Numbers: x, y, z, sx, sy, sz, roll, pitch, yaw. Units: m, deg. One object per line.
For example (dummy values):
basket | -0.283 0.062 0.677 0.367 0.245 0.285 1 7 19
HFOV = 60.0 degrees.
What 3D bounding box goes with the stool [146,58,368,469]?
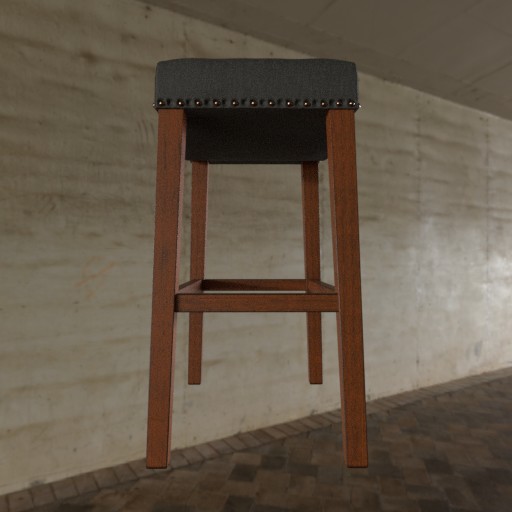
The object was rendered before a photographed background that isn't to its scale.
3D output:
stool | 0.000 0.000 0.855 0.320 0.612 0.439 0 0 0
